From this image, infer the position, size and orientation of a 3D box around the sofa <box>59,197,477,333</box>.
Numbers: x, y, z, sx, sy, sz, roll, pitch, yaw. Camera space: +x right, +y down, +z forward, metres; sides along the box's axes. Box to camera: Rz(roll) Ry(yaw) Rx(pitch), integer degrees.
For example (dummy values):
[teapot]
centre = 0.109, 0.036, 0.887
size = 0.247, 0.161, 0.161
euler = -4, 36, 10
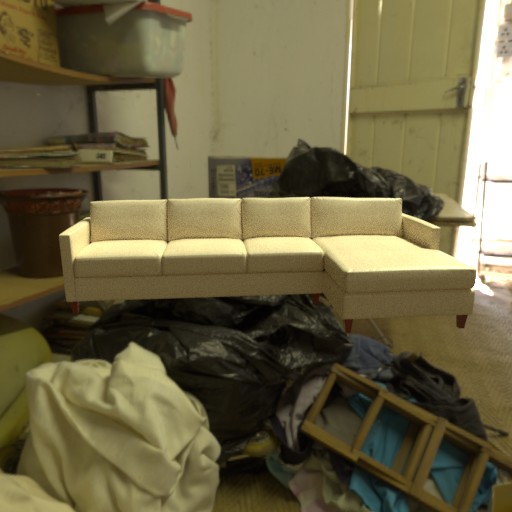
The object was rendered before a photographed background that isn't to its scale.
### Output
[sofa]
centre = 0.000, 0.000, 4.169
size = 3.471, 0.954, 1.603
euler = -1, 15, -5
